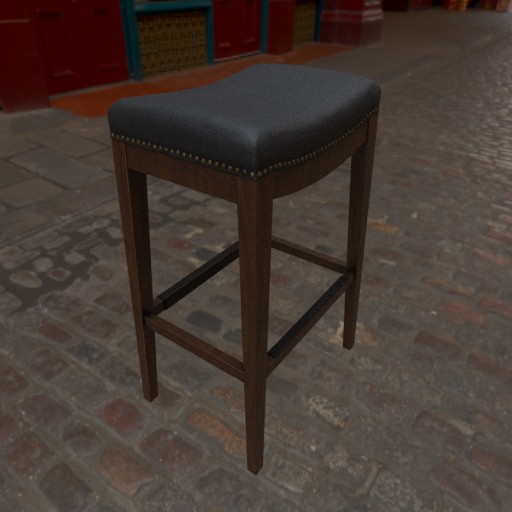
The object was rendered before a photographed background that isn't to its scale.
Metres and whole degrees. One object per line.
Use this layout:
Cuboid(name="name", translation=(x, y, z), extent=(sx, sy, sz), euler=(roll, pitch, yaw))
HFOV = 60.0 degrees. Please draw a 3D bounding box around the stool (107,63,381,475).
Cuboid(name="stool", translation=(0.000, 0.000, 1.031), extent=(0.361, 0.765, 0.500), euler=(21, 39, 29))
